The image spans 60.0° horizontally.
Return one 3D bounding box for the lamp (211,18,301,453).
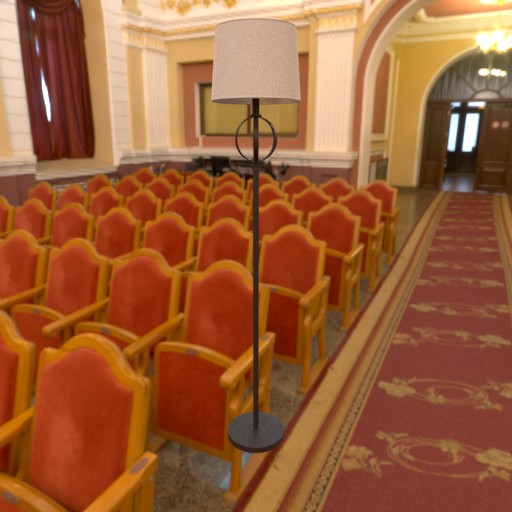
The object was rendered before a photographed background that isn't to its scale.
[{"bbox_3d":[0.000,0.000,1.566,0.286,1.462,0.286,7,17,26],"label":"lamp"}]
